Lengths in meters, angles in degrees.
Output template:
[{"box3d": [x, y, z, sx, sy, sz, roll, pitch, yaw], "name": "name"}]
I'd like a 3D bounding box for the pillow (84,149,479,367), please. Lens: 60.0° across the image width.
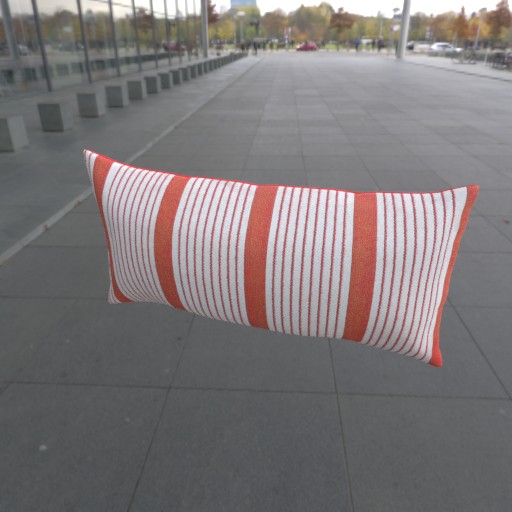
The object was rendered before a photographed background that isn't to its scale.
[{"box3d": [0.000, 0.000, 0.713, 0.608, 0.297, 0.151, 8, 27, 17], "name": "pillow"}]
